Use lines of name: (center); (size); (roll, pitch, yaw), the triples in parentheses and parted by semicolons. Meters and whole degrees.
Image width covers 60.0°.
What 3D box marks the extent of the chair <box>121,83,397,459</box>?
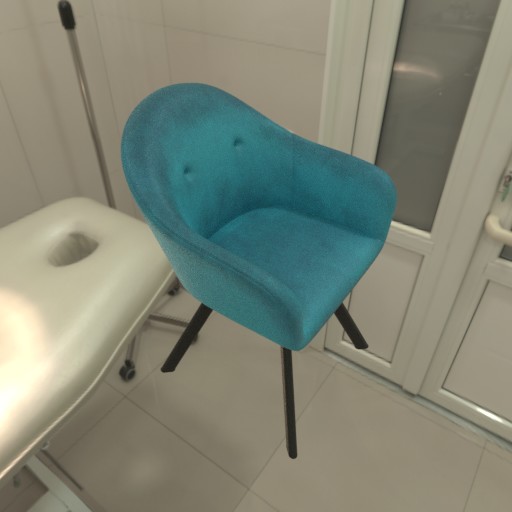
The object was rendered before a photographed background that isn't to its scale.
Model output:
chair: (0.000, 0.000, 1.168); (0.570, 0.780, 0.540); (24, 45, 27)
